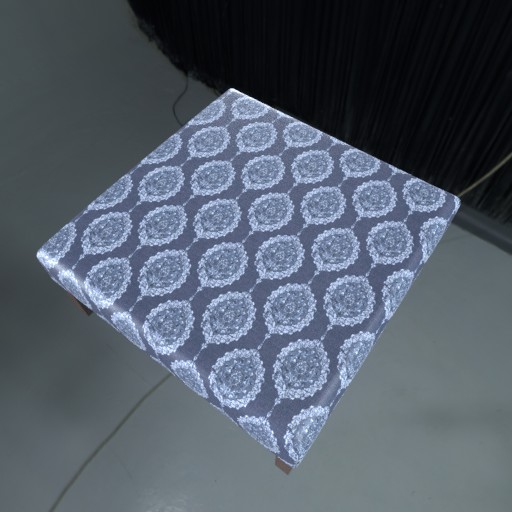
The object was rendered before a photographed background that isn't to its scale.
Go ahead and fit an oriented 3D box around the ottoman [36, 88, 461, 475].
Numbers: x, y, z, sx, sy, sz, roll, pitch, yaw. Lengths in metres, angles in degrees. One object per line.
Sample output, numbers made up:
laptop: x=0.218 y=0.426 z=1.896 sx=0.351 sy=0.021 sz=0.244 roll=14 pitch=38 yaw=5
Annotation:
ottoman: x=0.000 y=0.000 z=1.407 sx=0.889 sy=0.409 sz=0.890 roll=32 pitch=63 yaw=19
